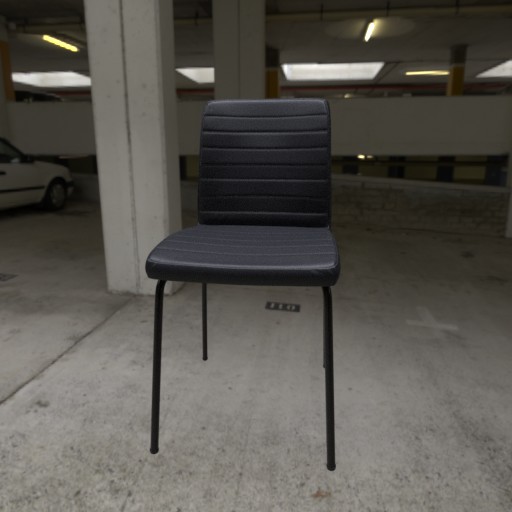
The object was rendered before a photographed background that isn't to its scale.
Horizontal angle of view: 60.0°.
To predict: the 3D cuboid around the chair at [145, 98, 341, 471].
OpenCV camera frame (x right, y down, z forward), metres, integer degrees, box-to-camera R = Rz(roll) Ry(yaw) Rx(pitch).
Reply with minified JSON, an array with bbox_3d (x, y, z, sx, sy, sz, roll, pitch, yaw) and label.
[{"bbox_3d":[0.000,0.000,1.220,0.450,0.872,0.572,2,14,8],"label":"chair"}]
